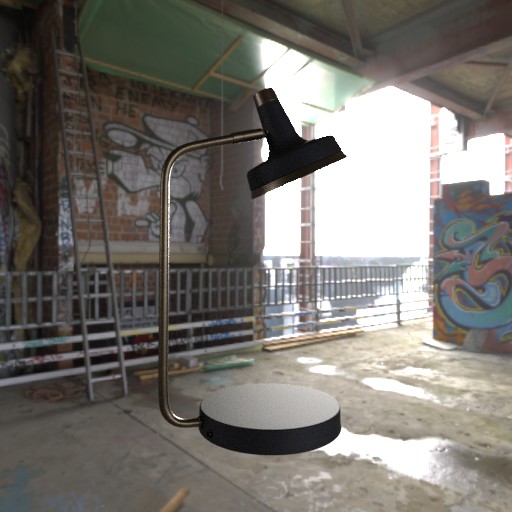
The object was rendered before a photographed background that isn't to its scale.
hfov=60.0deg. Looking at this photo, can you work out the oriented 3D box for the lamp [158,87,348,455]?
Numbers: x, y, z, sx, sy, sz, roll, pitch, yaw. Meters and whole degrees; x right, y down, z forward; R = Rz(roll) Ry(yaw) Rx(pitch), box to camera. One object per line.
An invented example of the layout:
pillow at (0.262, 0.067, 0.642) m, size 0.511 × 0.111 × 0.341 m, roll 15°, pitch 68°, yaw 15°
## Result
lamp at (0.000, 0.000, 0.502) m, size 0.218 × 0.385 × 0.162 m, roll 0°, pitch 0°, yaw -19°
